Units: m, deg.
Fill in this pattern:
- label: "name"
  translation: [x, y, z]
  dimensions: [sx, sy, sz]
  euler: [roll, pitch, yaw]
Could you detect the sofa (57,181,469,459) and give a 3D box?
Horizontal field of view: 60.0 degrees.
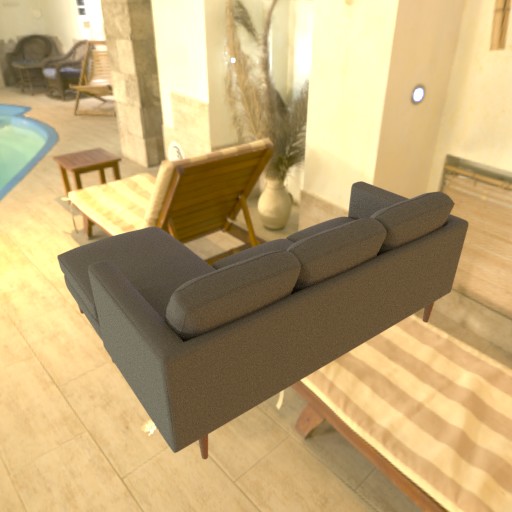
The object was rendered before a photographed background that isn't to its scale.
- label: "sofa"
  translation: [0.000, 0.000, 2.813]
  dimensions: [2.031, 0.897, 1.591]
  euler: [-20, 36, -31]
